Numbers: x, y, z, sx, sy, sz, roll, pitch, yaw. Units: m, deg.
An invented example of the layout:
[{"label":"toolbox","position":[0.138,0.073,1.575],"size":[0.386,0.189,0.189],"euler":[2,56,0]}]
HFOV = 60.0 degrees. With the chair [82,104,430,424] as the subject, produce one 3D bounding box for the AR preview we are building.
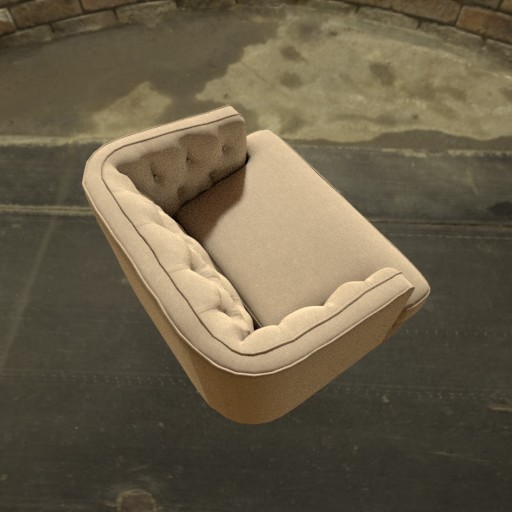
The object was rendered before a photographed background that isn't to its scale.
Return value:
[{"label":"chair","position":[0.000,0.000,1.805],"size":[0.941,0.852,1.104],"euler":[-32,64,-17]}]
